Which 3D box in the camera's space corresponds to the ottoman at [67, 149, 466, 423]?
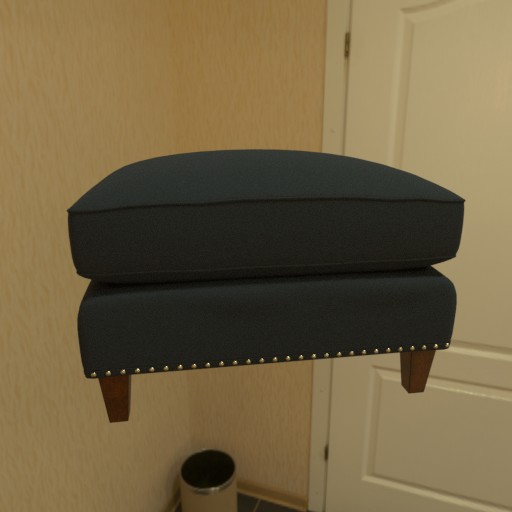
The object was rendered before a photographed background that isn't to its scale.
[{"bbox_3d":[0.000,0.000,1.102,0.741,0.513,0.584,-3,16,-9],"label":"ottoman"}]
